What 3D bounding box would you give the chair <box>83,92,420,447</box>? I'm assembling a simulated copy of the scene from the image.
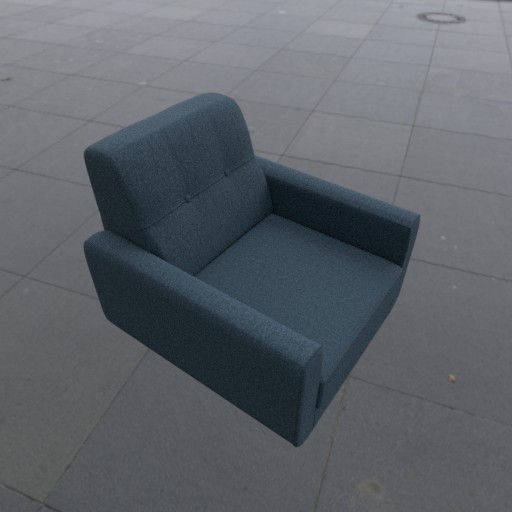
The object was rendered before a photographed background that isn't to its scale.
[{"bbox_3d":[0.000,0.000,1.713,0.964,0.940,0.880,25,47,26],"label":"chair"}]
